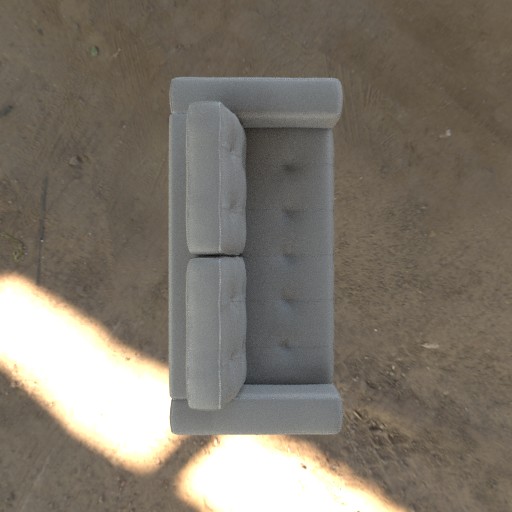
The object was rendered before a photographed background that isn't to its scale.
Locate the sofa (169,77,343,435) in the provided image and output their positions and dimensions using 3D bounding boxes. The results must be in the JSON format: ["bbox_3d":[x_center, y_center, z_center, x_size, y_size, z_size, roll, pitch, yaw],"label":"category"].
[{"bbox_3d":[0.000,0.000,2.284,0.833,0.892,1.726,0,90,-1],"label":"sofa"}]
